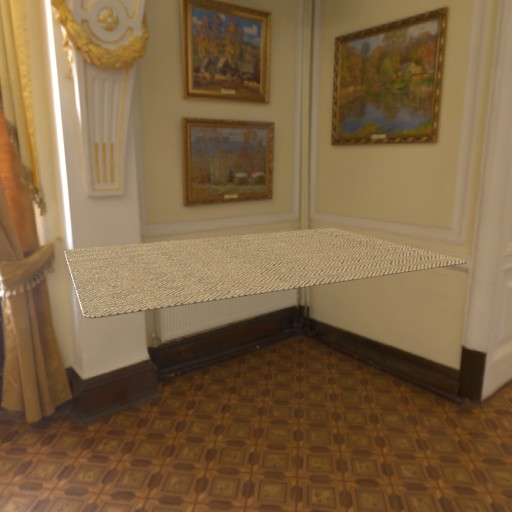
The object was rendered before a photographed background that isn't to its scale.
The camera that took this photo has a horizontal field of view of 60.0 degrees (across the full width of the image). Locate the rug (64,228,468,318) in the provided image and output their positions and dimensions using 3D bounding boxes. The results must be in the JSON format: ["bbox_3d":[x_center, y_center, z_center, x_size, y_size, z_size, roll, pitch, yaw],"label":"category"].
[{"bbox_3d":[0.000,0.000,2.267,1.752,0.008,1.144,-6,14,-25],"label":"rug"}]
